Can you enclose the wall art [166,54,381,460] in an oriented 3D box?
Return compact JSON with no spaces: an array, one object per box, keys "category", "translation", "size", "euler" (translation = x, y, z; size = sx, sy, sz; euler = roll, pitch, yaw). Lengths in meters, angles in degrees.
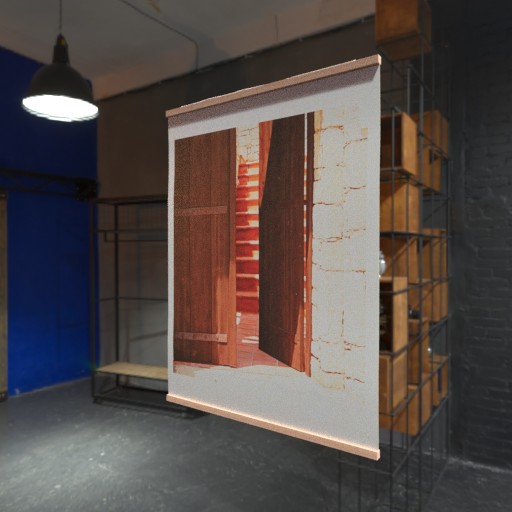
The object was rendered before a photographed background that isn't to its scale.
[{"category":"wall art","translation":[0.000,0.000,1.328],"size":[0.758,1.013,0.020],"euler":[0,1,36]}]
